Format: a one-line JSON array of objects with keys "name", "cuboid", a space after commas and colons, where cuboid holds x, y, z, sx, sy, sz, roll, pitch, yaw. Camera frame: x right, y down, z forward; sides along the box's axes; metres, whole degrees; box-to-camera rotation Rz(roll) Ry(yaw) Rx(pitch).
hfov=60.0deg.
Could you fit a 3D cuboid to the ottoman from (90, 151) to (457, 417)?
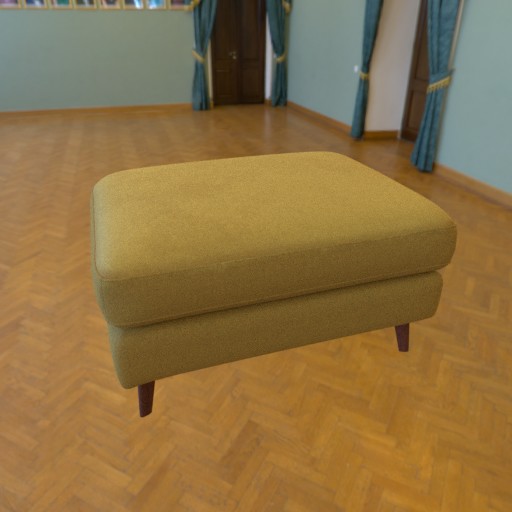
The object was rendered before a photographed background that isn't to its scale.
[{"name": "ottoman", "cuboid": [0.000, 0.000, 1.199, 0.811, 0.449, 0.608, -9, 29, -16]}]
